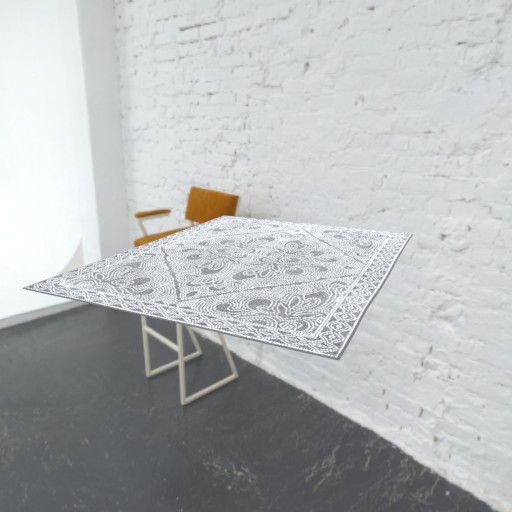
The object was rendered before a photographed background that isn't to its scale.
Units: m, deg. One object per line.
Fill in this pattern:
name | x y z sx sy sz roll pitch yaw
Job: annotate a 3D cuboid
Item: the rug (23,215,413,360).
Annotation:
rug | 0.000 0.000 4.111 2.438 0.012 3.048 8 18 25
